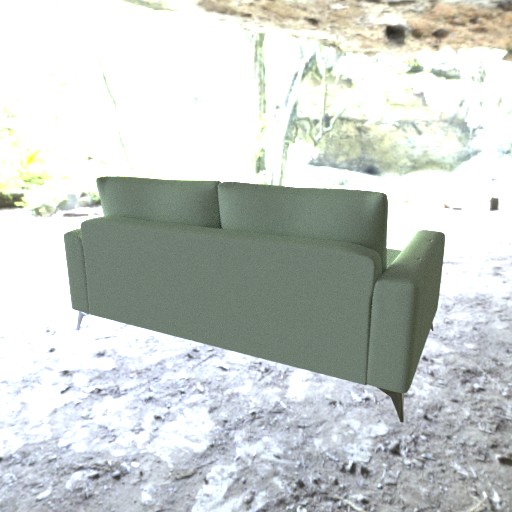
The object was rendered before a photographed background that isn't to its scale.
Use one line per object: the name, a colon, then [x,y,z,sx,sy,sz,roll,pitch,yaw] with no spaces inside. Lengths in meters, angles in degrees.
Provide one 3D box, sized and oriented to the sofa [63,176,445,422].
sofa: [0.000,0.000,2.188,1.650,0.790,0.920,8,17,27]
